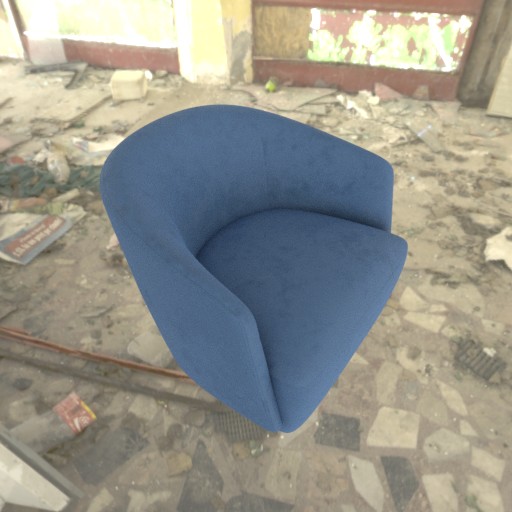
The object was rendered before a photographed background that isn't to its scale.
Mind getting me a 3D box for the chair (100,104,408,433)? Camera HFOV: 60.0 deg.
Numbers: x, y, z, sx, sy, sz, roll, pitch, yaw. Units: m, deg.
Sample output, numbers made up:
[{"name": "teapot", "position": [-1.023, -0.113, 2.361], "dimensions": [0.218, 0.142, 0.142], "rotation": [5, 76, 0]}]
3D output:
[{"name": "chair", "position": [0.000, 0.000, 1.360], "dimensions": [0.767, 0.698, 0.773], "rotation": [25, 47, 26]}]
